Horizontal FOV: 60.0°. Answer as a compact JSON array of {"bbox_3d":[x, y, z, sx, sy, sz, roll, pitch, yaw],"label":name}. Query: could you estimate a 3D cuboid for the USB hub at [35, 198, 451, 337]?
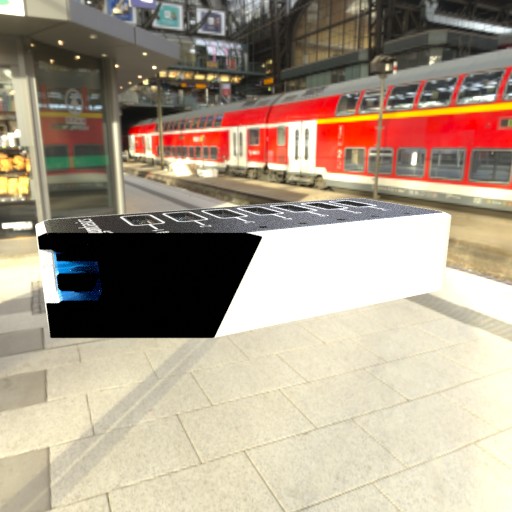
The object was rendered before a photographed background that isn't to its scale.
[{"bbox_3d":[0.000,0.000,0.126,0.110,0.023,0.044,-7,16,-26],"label":"USB hub"}]
